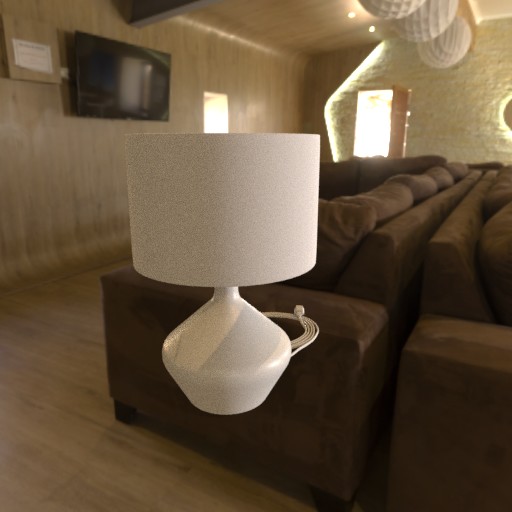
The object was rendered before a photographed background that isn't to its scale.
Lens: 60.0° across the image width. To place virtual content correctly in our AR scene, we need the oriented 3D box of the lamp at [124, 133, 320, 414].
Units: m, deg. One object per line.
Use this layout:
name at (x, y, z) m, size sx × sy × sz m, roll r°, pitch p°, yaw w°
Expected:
lamp at (0.000, 0.000, 0.876) m, size 0.546 × 0.457 × 0.401 m, roll -14°, pitch 20°, yaw -43°
